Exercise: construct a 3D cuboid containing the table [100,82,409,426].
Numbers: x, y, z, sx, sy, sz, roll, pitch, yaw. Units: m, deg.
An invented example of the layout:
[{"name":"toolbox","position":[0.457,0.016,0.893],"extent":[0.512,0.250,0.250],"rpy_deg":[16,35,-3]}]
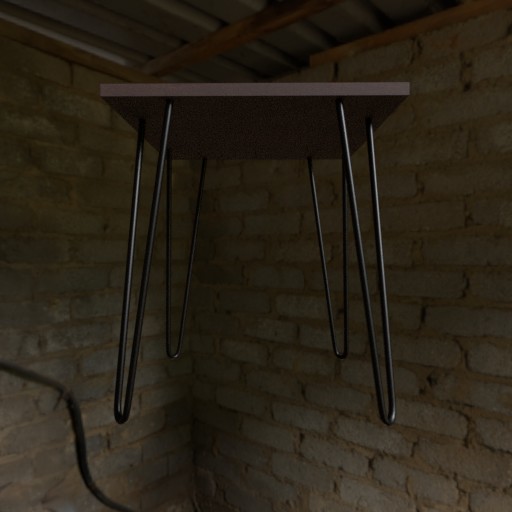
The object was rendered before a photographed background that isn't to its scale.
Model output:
[{"name":"table","position":[0.000,0.000,0.959],"extent":[0.495,0.559,0.495],"rpy_deg":[0,1,1]}]
